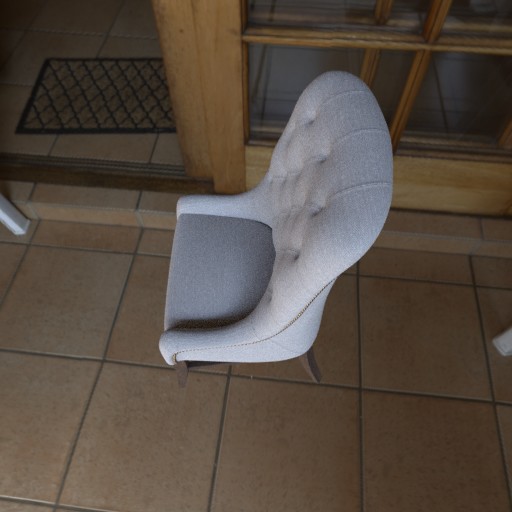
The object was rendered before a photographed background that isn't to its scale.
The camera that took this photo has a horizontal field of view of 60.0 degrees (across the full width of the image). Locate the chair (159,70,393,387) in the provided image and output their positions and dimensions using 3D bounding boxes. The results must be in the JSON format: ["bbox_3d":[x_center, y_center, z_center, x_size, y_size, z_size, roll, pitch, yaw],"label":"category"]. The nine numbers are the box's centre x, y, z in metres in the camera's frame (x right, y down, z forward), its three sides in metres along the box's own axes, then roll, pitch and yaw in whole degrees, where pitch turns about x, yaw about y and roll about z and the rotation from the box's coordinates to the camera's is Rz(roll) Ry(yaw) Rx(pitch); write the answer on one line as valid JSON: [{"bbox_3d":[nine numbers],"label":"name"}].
[{"bbox_3d":[0.000,0.000,1.478,0.629,1.091,0.634,0,58,0],"label":"chair"}]
